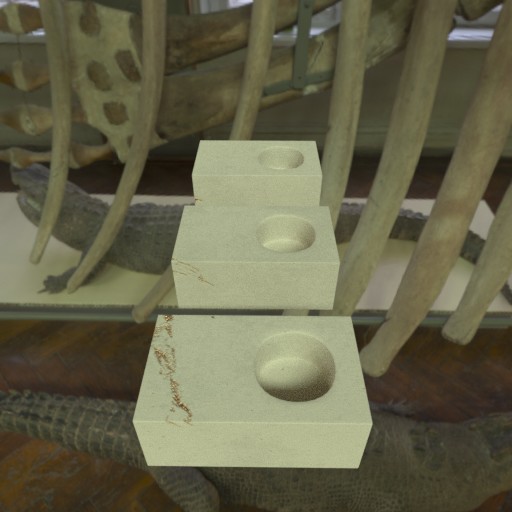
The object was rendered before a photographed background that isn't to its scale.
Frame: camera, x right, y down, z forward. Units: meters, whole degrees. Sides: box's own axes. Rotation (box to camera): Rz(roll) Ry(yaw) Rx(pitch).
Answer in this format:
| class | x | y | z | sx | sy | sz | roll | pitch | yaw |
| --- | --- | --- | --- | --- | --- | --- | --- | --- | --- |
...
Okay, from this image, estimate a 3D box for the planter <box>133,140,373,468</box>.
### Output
| class | x | y | z | sx | sy | sz | roll | pitch | yaw |
| --- | --- | --- | --- | --- | --- | --- | --- | --- | --- |
| planter | 0.000 | 0.000 | 0.377 | 0.127 | 0.051 | 0.333 | 0 | 40 | 1 |
